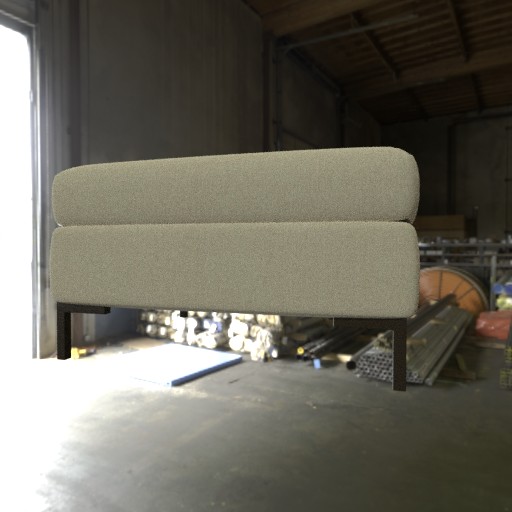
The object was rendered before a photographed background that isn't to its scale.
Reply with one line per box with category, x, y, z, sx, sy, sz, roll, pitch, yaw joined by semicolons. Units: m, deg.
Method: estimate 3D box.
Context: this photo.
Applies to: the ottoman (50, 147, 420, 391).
ottoman;0.000;0.000;1.173;0.794;0.453;0.657;0;1;17
